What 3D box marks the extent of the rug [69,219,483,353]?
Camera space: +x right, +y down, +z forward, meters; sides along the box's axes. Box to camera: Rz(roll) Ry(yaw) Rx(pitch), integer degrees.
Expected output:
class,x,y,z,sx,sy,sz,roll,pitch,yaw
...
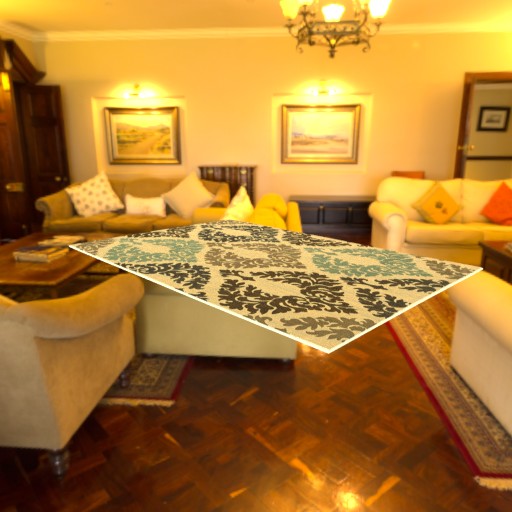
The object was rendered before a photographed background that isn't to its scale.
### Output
class,x,y,z,sx,sy,sz,roll,pitch,yaw
rug,0.000,0.000,2.880,1.514,0.014,2.275,-14,20,-43
